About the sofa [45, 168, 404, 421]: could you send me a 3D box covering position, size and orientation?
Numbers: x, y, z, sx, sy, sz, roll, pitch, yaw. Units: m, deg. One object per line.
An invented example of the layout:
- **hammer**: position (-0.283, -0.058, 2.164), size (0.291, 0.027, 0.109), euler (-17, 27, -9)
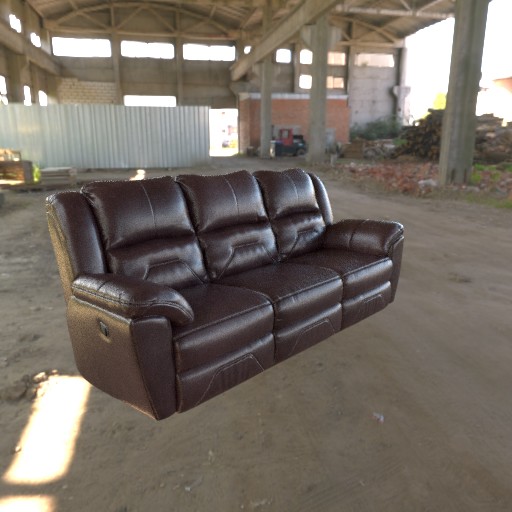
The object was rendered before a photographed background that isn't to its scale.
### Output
- **sofa**: position (0.000, 0.000, 2.874), size (0.991, 1.043, 2.337), euler (14, 20, 43)
